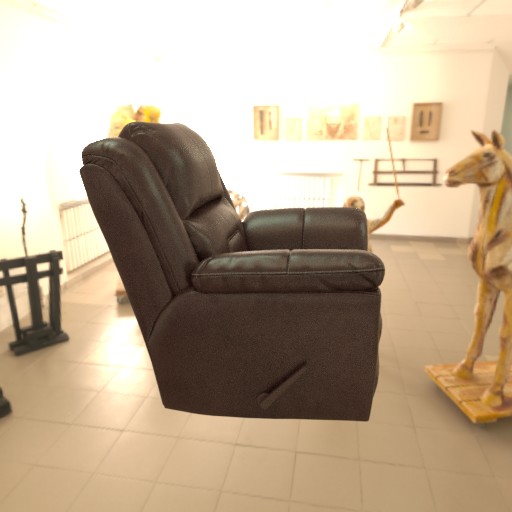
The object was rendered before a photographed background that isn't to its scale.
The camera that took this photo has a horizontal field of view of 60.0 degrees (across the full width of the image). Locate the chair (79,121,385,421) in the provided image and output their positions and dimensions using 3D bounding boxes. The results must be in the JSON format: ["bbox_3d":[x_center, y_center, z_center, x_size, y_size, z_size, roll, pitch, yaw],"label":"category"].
[{"bbox_3d":[0.000,0.000,1.887,1.041,1.093,0.990,3,16,9],"label":"chair"}]
